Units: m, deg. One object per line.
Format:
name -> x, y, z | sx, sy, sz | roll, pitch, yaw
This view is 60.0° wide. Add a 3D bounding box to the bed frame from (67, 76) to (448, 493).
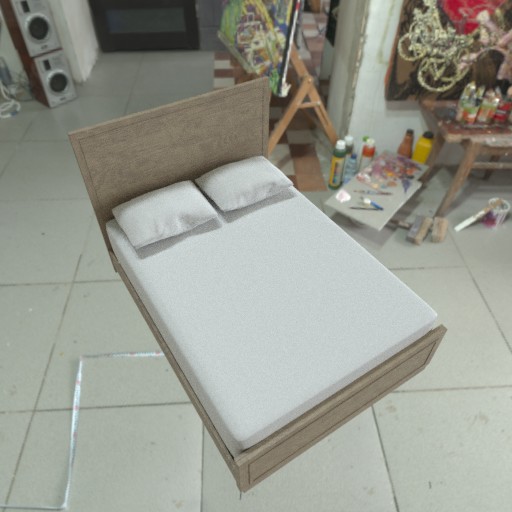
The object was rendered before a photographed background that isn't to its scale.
bed frame -> 0.000, 0.000, 3.123 | 1.606, 1.369, 2.189 | -25, 51, -22
